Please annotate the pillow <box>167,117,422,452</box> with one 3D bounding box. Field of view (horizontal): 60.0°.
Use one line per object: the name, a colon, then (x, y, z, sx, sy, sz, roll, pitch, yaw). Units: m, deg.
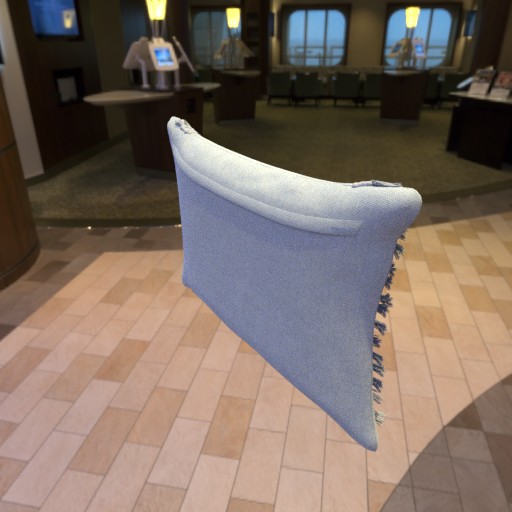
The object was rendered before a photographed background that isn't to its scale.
pillow: (0.000, 0.000, 0.591, 0.084, 0.305, 0.466, -17, 31, -31)
